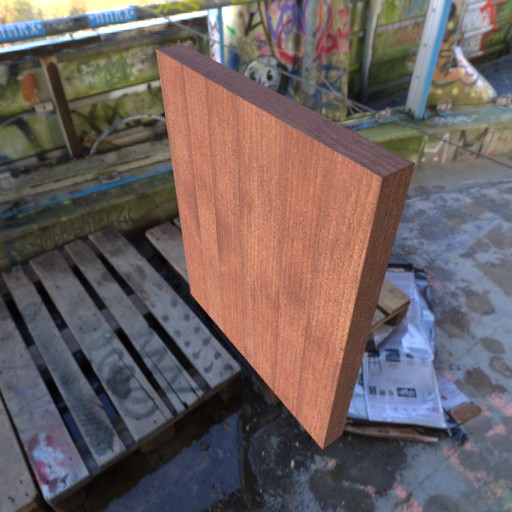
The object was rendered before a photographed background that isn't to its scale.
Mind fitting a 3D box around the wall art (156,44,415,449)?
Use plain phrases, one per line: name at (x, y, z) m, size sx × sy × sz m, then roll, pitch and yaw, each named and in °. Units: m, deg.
wall art at (0.000, 0.000, 0.606) m, size 0.039 × 0.449 × 0.377 m, roll -26°, pitch 48°, yaw -26°
